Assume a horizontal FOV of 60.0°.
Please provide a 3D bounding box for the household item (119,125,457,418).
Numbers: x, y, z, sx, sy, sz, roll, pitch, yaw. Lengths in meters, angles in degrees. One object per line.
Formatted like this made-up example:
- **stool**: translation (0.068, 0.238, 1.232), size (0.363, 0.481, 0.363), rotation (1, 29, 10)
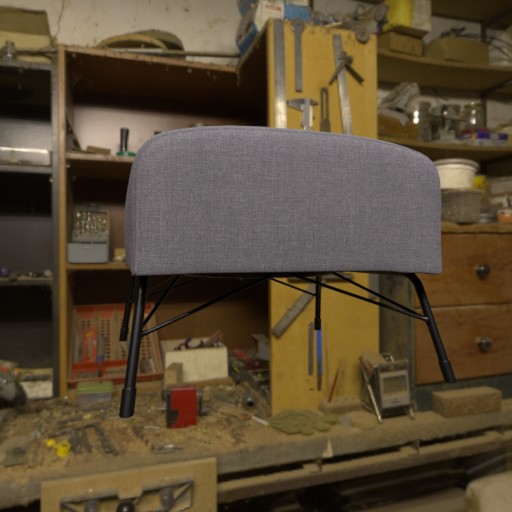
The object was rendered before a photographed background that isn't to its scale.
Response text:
- **household item**: translation (0.000, 0.000, 0.895), size (0.530, 0.410, 0.530), rotation (0, 1, -17)
